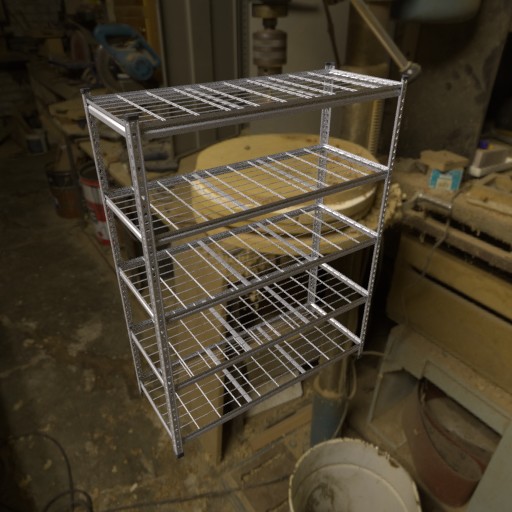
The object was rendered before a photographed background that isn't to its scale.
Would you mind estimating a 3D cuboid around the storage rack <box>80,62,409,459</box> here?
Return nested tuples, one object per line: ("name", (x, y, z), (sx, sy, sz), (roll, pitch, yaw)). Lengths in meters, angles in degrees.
("storage rack", (0.000, 0.000, 2.672), (1.524, 1.981, 0.610), (-19, 36, -28))
